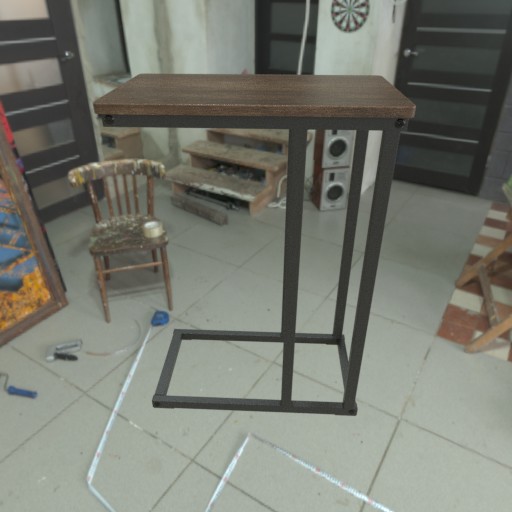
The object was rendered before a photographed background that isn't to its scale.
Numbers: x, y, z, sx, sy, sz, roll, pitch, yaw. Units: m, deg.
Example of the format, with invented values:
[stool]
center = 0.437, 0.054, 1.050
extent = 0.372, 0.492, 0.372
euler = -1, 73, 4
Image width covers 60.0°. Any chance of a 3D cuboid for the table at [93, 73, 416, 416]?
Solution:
[table]
center = 0.000, 0.000, 0.882
extent = 0.450, 0.637, 0.254
euler = 1, 31, 2
